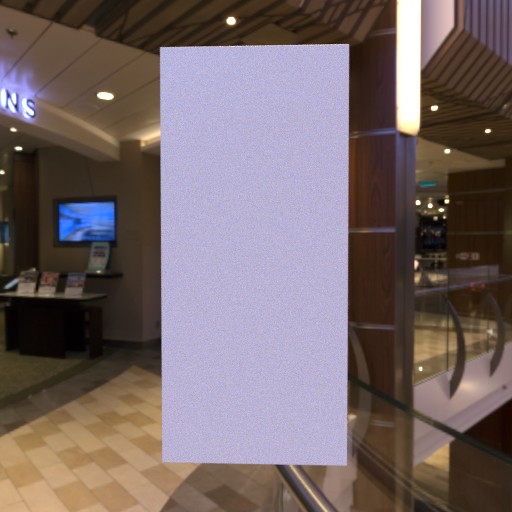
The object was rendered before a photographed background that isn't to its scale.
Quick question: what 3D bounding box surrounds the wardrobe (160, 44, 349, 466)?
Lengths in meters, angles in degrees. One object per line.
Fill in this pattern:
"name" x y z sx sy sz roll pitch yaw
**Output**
"wardrobe" 0.000 0.000 2.036 0.760 1.700 0.470 0 1 2
